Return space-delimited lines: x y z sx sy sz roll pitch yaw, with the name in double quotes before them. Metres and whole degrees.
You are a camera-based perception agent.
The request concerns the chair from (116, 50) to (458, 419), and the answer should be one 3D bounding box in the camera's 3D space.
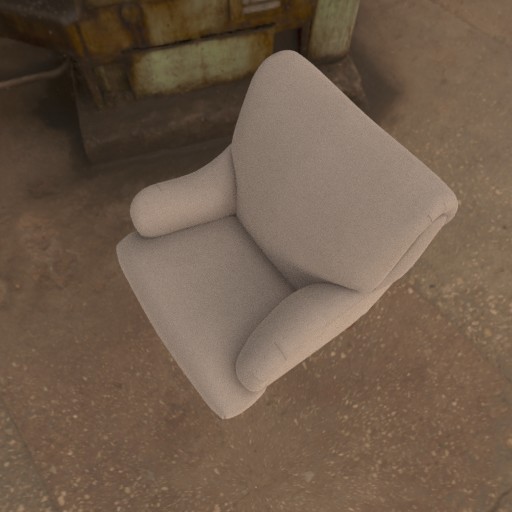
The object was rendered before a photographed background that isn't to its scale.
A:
"chair" 0.000 0.000 1.552 0.842 0.942 0.766 -32 67 -16
